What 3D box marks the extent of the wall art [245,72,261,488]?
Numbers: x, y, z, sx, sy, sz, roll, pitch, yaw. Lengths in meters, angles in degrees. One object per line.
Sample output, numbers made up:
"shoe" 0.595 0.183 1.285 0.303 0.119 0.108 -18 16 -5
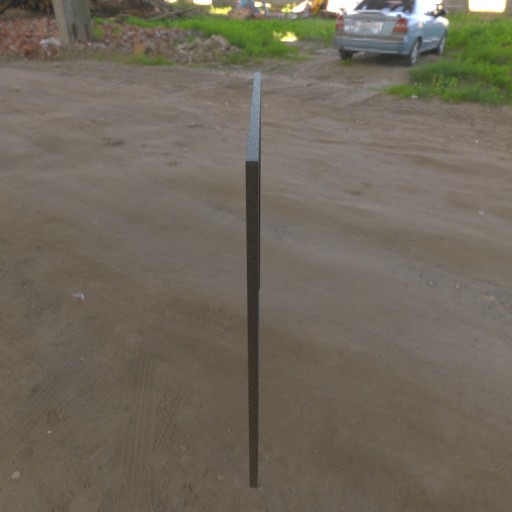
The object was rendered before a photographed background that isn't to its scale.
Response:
"wall art" 0.000 0.000 0.978 0.016 0.659 0.663 0 31 1
